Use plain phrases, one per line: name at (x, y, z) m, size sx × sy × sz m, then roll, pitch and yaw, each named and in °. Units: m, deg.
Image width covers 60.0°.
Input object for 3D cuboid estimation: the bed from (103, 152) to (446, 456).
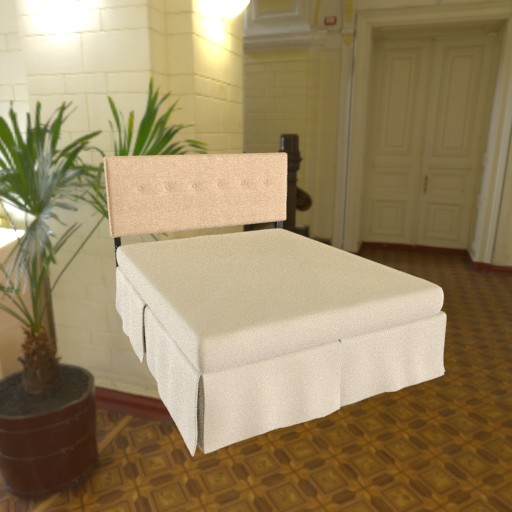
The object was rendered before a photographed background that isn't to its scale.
bed at (0.000, 0.000, 3.003) m, size 1.643 × 1.270 × 1.978 m, roll -8°, pitch 17°, yaw -26°
